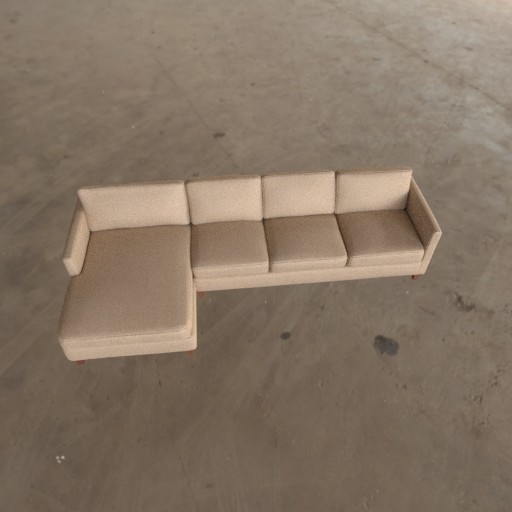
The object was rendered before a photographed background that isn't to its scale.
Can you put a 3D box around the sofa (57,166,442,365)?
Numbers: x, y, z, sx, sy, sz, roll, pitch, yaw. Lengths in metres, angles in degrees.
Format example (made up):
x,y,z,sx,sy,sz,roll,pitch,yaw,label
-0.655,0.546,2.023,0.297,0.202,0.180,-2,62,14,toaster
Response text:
x,y,z,sx,sy,sz,roll,pitch,yaw,label
0.000,0.000,3.900,3.201,0.876,1.502,-4,47,-4,sofa
